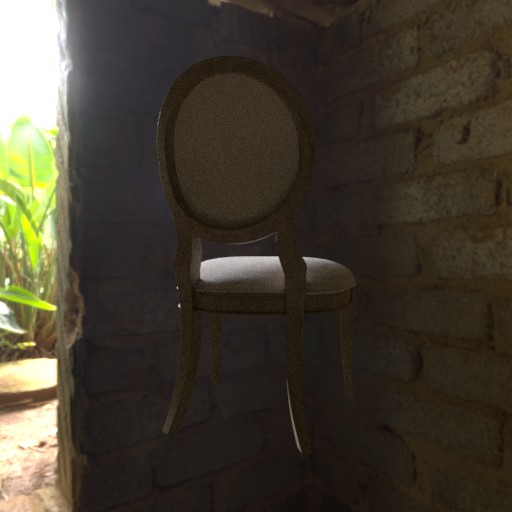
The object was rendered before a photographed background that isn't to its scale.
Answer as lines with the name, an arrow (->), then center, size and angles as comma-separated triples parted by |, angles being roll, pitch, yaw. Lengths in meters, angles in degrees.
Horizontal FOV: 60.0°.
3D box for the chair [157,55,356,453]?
chair -> 0.000, 0.000, 1.363 | 0.558, 0.990, 0.602 | 0, 0, 18
